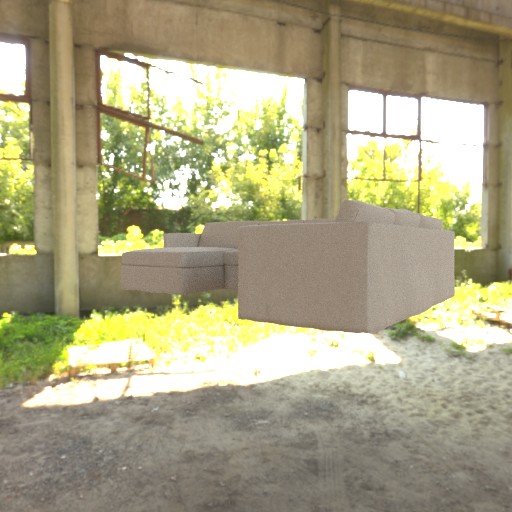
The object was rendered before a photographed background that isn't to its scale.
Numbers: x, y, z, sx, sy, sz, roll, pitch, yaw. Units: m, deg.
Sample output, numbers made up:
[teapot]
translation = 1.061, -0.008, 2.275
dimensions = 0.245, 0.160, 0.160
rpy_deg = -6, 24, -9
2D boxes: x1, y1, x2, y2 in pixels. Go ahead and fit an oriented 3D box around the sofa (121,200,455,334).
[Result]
[sofa]
translation = 0.000, 0.000, 4.705
dimensions = 3.528, 0.878, 2.476
rpy_deg = 1, 2, 36
